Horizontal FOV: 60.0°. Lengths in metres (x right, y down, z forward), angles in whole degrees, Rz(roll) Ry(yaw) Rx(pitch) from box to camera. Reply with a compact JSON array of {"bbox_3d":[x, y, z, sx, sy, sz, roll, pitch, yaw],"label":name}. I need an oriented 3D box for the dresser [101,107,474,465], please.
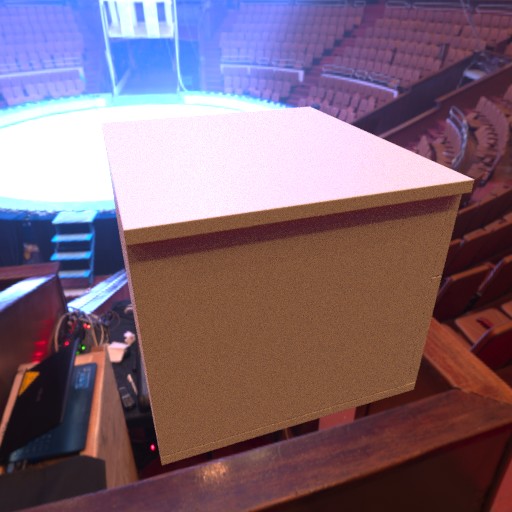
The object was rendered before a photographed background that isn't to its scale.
[{"bbox_3d":[0.000,0.000,0.713,0.400,0.360,0.430,-10,31,-17],"label":"dresser"}]
